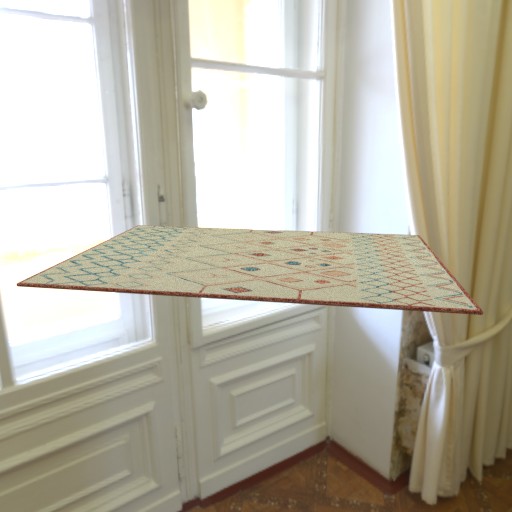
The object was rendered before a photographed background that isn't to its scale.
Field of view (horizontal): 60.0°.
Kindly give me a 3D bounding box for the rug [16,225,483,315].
[{"bbox_3d":[0.000,0.000,2.282,1.829,0.016,1.219,3,16,9],"label":"rug"}]
